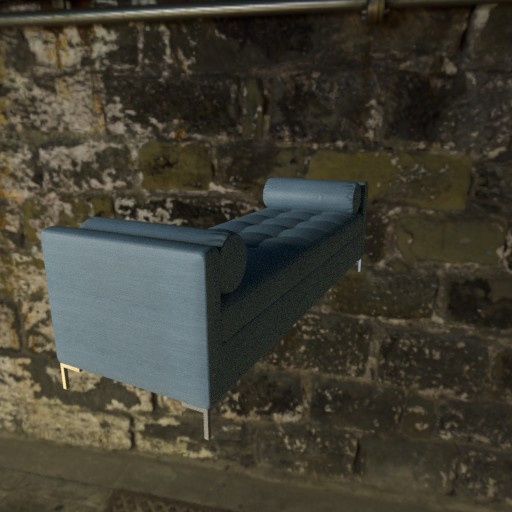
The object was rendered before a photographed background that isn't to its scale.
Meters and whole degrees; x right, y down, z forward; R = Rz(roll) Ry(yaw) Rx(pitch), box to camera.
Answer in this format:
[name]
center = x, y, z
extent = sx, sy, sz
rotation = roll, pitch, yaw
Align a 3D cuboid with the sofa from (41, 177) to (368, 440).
[sofa]
center = 0.000, 0.000, 2.308
extent = 0.686, 0.635, 1.981
rotation = 8, 18, 26
